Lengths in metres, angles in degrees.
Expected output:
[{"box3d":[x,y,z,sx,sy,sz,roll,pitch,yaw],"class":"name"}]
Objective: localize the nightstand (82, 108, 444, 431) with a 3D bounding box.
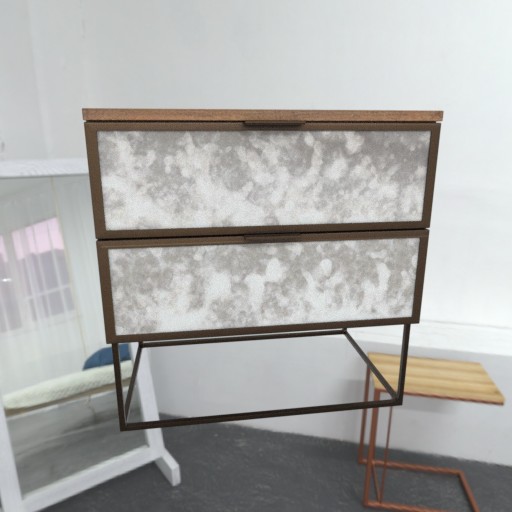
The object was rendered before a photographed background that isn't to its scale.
[{"box3d":[0.000,0.000,0.998,0.605,0.611,0.427,-2,16,-8],"class":"nightstand"}]
